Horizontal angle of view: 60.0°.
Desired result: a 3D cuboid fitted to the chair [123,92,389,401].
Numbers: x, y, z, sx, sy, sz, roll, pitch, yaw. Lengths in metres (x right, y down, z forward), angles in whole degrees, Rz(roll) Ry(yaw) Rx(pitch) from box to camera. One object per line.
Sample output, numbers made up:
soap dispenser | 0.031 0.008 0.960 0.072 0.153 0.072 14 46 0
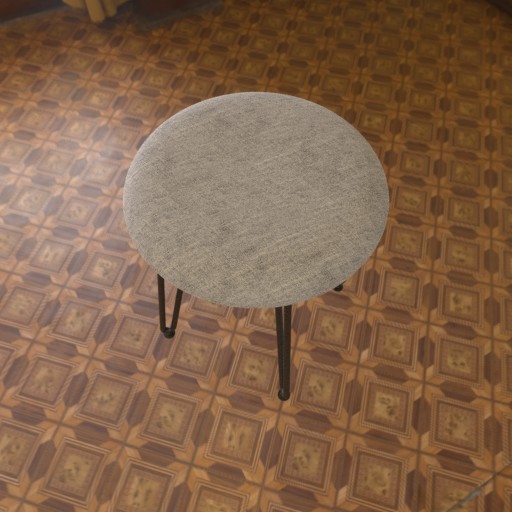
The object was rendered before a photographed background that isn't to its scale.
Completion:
chair | 0.000 0.000 0.658 0.350 0.386 0.350 -14 60 -8
